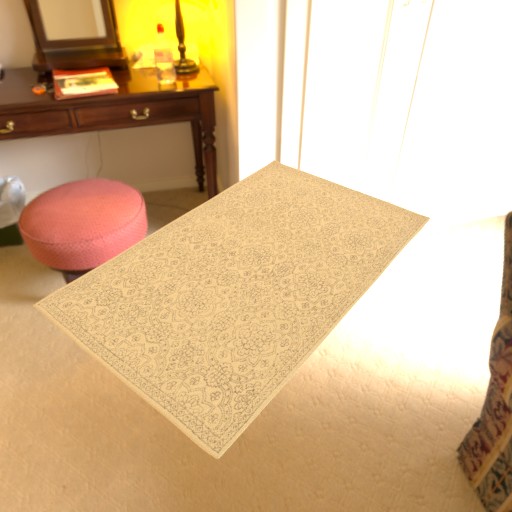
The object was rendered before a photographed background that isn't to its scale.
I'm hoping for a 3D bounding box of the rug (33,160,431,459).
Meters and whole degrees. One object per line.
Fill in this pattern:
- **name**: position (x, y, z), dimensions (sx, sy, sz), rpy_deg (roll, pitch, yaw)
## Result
- **rug**: position (0.000, 0.000, 3.040), dimensions (1.518, 0.023, 2.434), rpy_deg (27, 46, 29)
